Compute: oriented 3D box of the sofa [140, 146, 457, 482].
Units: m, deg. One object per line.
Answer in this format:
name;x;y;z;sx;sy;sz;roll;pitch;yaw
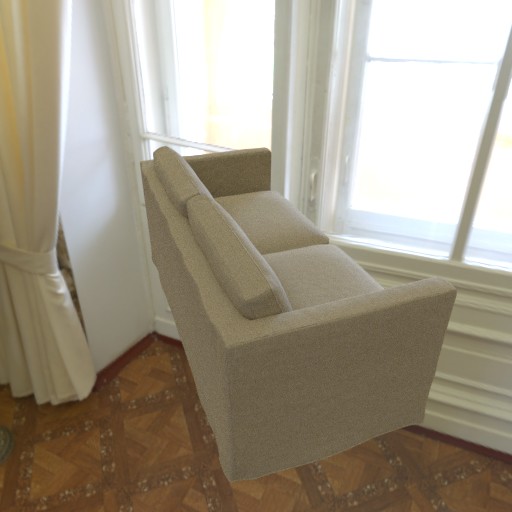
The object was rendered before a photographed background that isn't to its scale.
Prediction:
sofa;0.000;0.000;2.450;0.956;0.847;1.987;-11;32;-18
